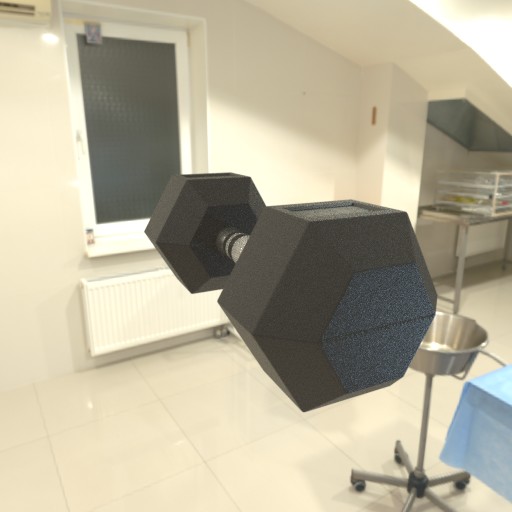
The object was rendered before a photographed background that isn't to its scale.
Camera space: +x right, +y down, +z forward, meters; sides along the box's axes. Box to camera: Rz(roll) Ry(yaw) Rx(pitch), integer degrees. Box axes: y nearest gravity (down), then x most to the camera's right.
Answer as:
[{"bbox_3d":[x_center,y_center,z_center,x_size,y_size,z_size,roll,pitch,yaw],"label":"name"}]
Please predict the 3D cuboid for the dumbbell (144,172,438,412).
[{"bbox_3d":[0.000,0.000,0.403,0.142,0.123,0.337,-8,18,-24],"label":"dumbbell"}]
